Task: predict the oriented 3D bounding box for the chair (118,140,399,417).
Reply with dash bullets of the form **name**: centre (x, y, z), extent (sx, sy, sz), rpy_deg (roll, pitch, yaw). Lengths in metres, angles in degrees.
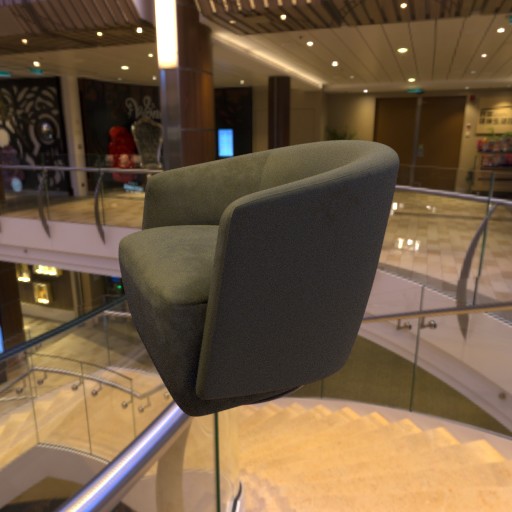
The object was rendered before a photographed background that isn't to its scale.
- **chair**: centre (0.000, 0.000, 1.382), extent (0.767, 0.698, 0.773), rpy_deg (-7, 16, -24)
